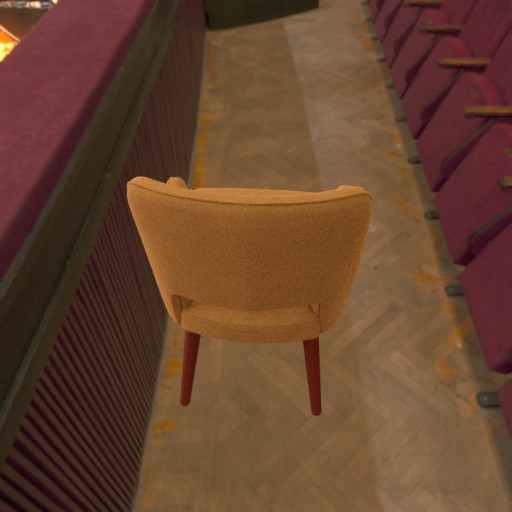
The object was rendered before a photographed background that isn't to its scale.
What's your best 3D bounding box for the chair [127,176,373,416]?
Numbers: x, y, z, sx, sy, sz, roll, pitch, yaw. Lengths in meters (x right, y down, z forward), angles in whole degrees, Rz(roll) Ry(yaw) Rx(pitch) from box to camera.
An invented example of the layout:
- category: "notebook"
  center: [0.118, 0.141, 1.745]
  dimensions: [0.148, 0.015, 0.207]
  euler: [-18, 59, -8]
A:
- category: "chair"
  center: [0.000, 0.000, 1.226]
  dimensions: [0.548, 0.849, 0.605]
  euler: [3, 46, 3]
